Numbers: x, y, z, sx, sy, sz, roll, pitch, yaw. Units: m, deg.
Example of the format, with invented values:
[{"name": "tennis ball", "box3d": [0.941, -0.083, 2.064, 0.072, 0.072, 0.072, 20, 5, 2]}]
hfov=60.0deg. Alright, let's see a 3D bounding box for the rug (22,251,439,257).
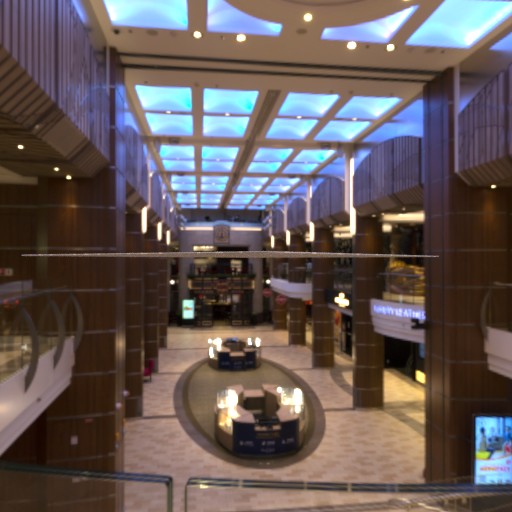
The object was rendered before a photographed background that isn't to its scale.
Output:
[{"name": "rug", "box3d": [0.000, 0.000, 3.841, 2.283, 0.006, 2.892, 0, -1, 37]}]
